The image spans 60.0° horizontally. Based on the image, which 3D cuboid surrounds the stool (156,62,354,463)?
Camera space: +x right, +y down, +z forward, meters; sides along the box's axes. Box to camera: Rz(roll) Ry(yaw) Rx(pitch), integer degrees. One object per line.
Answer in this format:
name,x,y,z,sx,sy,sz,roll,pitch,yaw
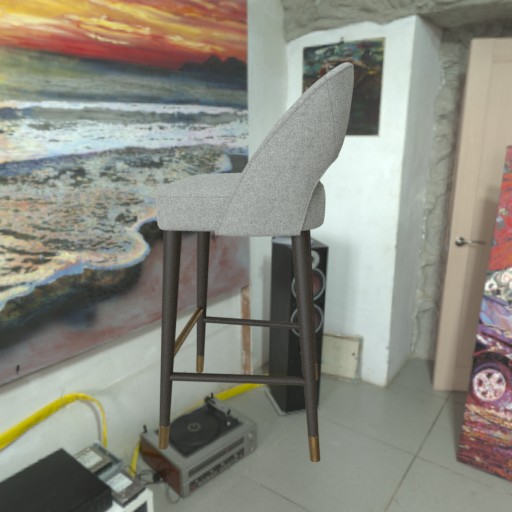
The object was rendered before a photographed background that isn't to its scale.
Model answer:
stool,0.000,0.000,1.309,0.509,1.037,0.494,2,15,7
